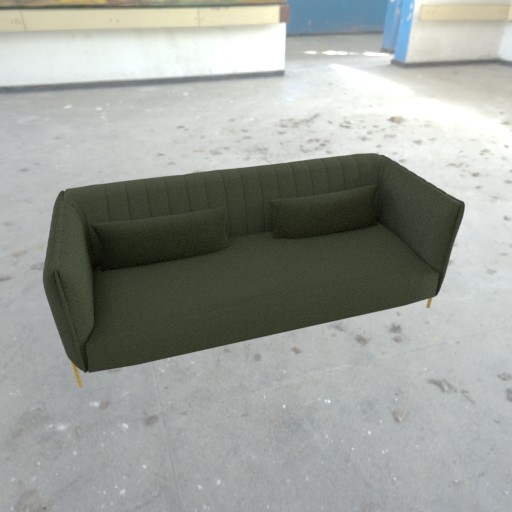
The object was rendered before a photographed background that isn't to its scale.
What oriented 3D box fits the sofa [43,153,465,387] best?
[{"bbox_3d":[0.000,0.000,2.583,2.137,0.793,0.896,-10,34,-15],"label":"sofa"}]
